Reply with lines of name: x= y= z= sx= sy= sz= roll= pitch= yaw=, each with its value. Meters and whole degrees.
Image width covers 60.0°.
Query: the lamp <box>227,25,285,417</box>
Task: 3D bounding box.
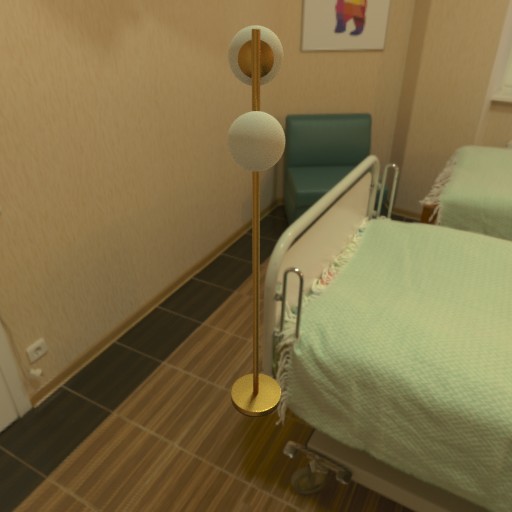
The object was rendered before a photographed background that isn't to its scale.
lamp: x=0.000 y=0.000 z=1.790 sx=0.249 sy=1.641 sz=0.419 roll=0 pitch=31 yaw=0
